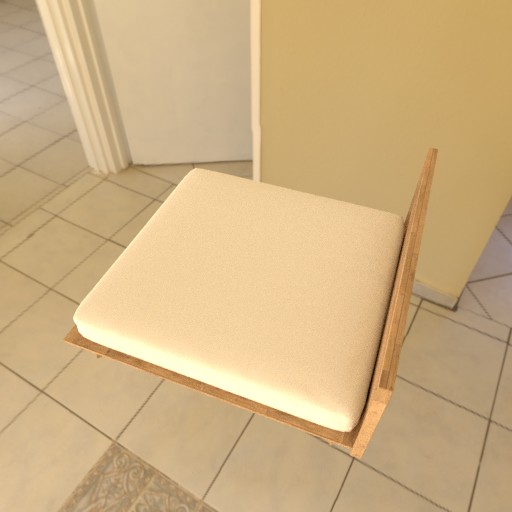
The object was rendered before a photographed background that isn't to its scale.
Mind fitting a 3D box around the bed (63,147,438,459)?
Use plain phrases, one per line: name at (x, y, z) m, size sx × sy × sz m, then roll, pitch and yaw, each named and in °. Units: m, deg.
bed at (0.000, 0.000, 3.356) m, size 2.167 × 1.100 × 2.116 m, roll 16°, pitch 48°, yaw 14°
